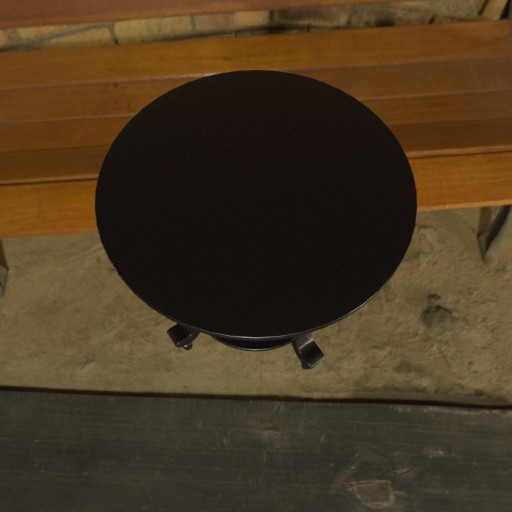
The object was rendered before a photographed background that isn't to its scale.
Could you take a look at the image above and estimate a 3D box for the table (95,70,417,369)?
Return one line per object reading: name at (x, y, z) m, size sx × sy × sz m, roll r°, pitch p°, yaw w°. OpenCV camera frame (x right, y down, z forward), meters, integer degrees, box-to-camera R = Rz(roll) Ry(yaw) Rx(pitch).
table at (0.000, 0.000, 1.104) m, size 0.597 × 0.618 × 0.597 m, roll 0°, pitch 64°, yaw 0°
